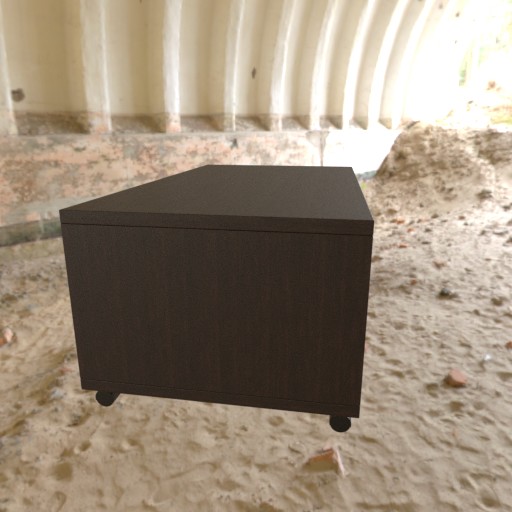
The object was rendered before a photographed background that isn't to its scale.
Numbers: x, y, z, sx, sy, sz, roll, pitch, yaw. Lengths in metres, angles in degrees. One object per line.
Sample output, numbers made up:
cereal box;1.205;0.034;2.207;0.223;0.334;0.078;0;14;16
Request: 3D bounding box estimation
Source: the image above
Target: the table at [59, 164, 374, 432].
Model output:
table;0.000;0.000;1.364;0.590;0.460;1.050;3;17;9
